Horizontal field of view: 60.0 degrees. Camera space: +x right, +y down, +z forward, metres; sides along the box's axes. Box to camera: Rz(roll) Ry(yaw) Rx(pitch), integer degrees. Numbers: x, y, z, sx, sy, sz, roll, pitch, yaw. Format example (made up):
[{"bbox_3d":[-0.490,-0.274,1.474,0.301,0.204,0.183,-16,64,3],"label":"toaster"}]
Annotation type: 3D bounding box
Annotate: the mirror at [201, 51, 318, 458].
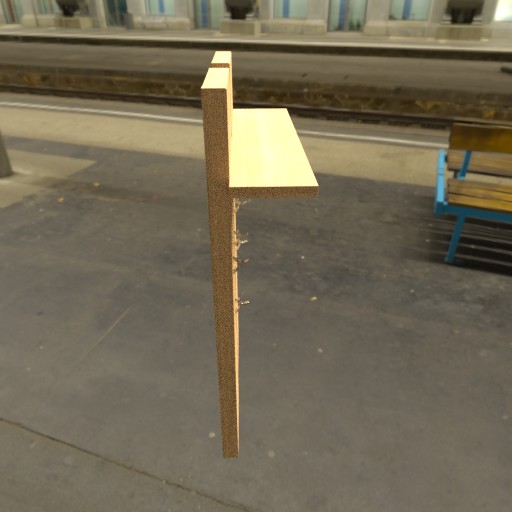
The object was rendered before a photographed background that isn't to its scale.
[{"bbox_3d":[0.000,0.000,1.569,0.260,1.250,0.800,-1,31,-2],"label":"mirror"}]
